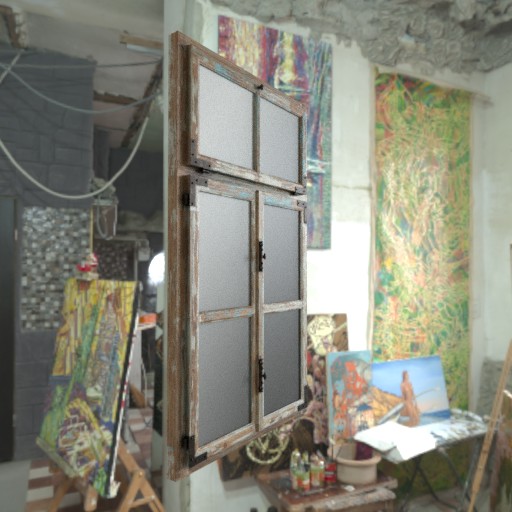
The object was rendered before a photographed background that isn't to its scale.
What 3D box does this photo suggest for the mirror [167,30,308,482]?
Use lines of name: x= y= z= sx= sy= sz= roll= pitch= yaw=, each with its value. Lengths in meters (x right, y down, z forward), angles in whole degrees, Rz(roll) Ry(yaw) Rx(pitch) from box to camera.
mirror: x=0.000 y=0.000 z=1.473 sx=0.083 sy=1.213 sz=0.707 roll=-1 pitch=-2 yaw=36
